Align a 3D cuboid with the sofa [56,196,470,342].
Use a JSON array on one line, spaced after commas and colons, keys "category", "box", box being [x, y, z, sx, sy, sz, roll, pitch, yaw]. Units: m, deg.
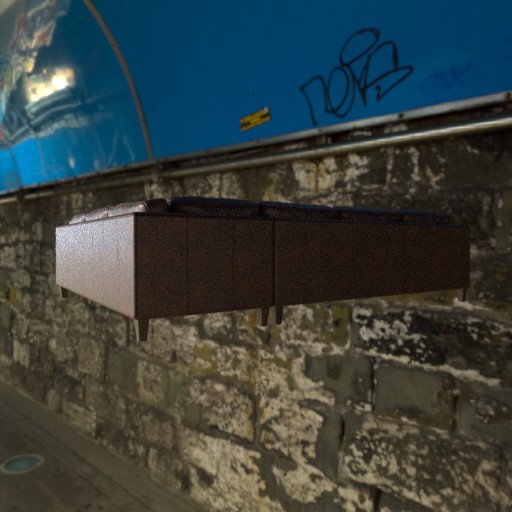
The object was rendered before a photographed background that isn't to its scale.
[{"category": "sofa", "box": [0.000, 0.000, 4.228, 3.152, 0.836, 2.438, -1, 2, -33]}]
